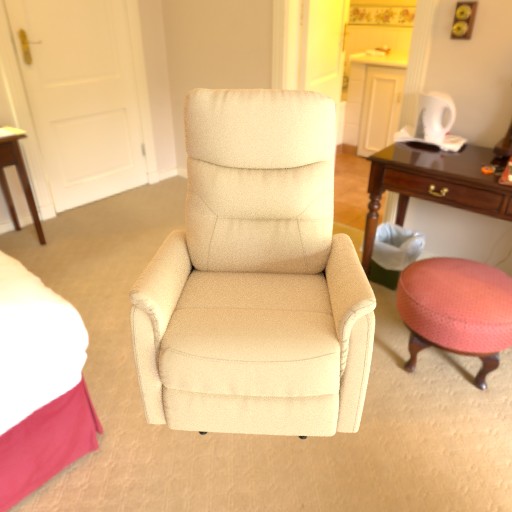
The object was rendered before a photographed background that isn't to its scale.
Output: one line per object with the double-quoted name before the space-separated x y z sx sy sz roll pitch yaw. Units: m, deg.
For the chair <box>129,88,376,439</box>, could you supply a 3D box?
"chair" 0.000 0.000 1.636 0.775 1.082 0.831 2 30 3
